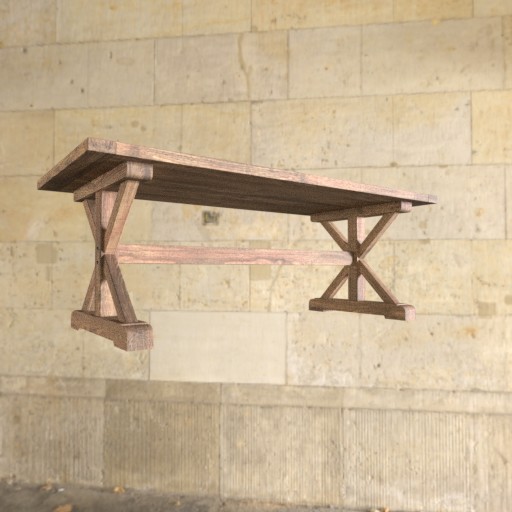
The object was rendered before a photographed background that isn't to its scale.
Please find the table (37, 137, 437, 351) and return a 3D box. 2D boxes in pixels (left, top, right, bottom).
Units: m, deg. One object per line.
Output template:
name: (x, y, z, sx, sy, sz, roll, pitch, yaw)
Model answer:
table: (0.000, 0.000, 2.421, 2.031, 0.733, 0.907, 1, -2, -36)
